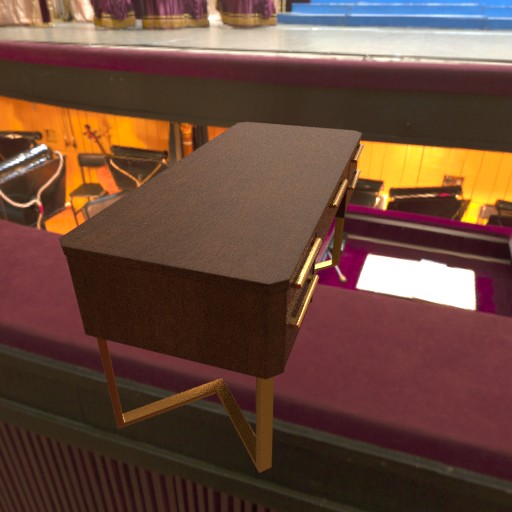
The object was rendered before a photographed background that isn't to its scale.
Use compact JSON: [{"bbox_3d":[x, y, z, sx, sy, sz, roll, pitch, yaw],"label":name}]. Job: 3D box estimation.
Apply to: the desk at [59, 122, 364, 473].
[{"bbox_3d":[0.000,0.000,1.908,0.684,0.762,1.479,10,31,16],"label":"desk"}]
